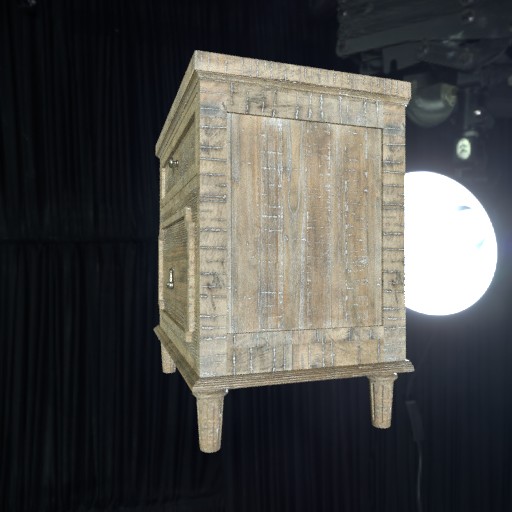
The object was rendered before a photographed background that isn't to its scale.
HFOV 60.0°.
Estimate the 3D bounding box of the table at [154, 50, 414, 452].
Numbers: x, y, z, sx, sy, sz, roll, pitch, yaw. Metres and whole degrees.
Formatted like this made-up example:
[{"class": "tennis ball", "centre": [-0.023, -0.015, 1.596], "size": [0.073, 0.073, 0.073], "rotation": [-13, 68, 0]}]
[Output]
[{"class": "table", "centre": [0.000, 0.000, 1.153], "size": [0.457, 0.711, 0.686], "rotation": [0, 0, -18]}]
